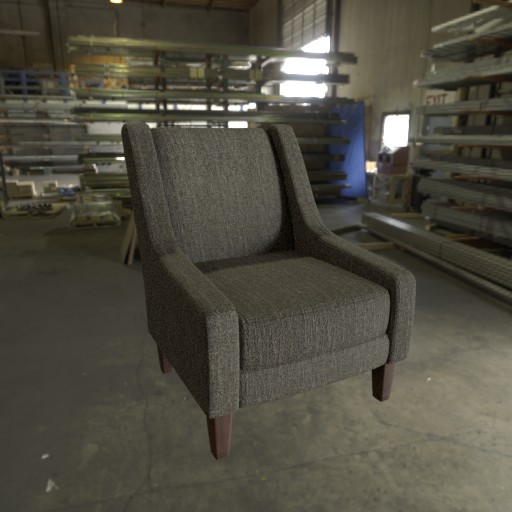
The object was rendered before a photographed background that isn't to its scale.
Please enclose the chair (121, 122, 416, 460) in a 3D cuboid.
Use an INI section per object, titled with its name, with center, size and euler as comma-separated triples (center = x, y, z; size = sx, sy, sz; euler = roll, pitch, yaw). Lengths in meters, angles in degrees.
[chair]
center = 0.000, 0.000, 1.737
size = 0.793, 1.012, 0.944
euler = -8, 17, -26
